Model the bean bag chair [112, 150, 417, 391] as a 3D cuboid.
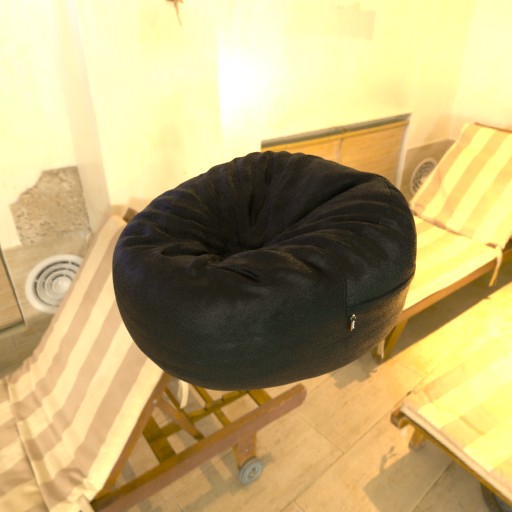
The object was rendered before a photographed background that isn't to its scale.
[{"bbox_3d":[0.000,0.000,2.454,1.524,0.878,1.524,-20,35,-31],"label":"bean bag chair"}]
